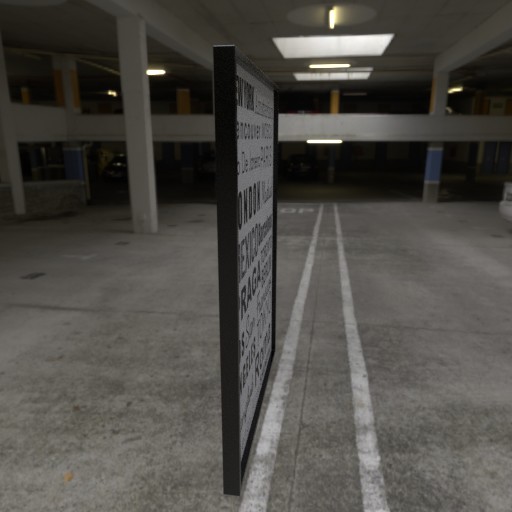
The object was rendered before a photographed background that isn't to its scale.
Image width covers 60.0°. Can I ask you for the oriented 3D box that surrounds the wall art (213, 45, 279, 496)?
[{"bbox_3d":[0.000,0.000,1.362,0.043,1.046,0.788,2,15,9],"label":"wall art"}]
